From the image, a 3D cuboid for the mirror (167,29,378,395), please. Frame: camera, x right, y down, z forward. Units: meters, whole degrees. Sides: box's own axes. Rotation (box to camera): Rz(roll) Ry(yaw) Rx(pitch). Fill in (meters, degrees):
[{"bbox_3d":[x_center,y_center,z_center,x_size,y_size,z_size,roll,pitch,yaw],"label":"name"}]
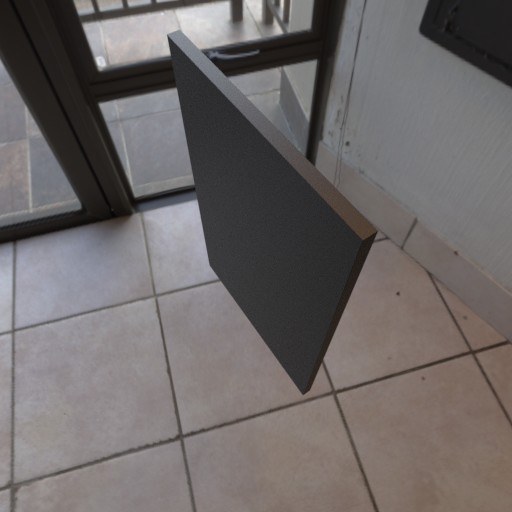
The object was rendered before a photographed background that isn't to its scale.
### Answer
[{"bbox_3d":[0.000,0.000,1.514,0.038,1.219,0.762,-30,64,-17],"label":"mirror"}]
